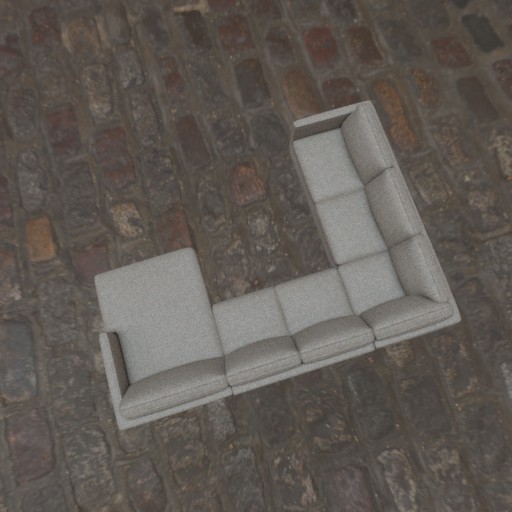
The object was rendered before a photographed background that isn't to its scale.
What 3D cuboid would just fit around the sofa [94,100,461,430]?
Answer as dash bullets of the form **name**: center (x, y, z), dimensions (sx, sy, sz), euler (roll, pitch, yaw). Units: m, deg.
- **sofa**: center (0.000, 0.000, 4.649), dimensions (3.403, 0.889, 2.551), euler (-17, 77, -4)
